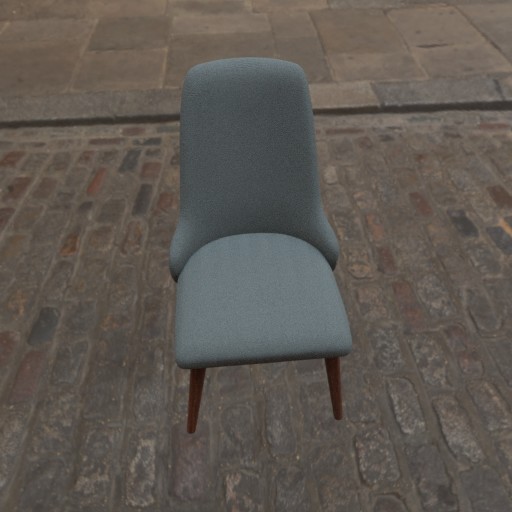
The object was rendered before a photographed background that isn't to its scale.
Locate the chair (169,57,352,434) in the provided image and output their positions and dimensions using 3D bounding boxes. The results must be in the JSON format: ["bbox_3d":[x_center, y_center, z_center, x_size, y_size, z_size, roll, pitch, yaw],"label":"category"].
[{"bbox_3d":[0.000,0.000,1.365,0.535,0.918,0.707,-3,48,-3],"label":"chair"}]
